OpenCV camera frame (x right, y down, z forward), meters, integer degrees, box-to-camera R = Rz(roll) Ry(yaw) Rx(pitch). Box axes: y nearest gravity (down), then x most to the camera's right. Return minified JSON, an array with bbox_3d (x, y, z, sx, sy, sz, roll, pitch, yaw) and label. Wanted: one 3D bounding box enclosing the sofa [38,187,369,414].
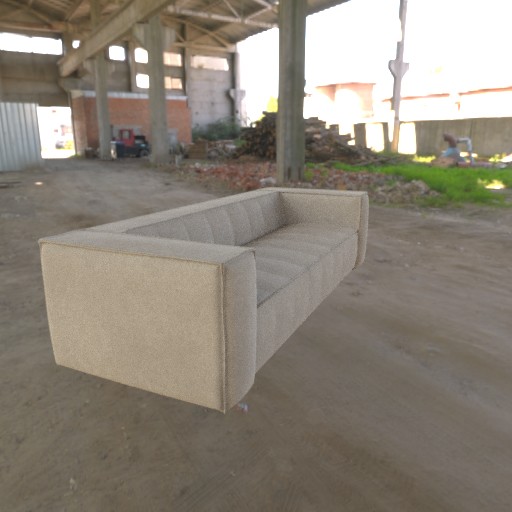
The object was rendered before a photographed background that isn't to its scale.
[{"bbox_3d":[0.000,0.000,3.056,1.038,0.680,2.697,7,16,24],"label":"sofa"}]
